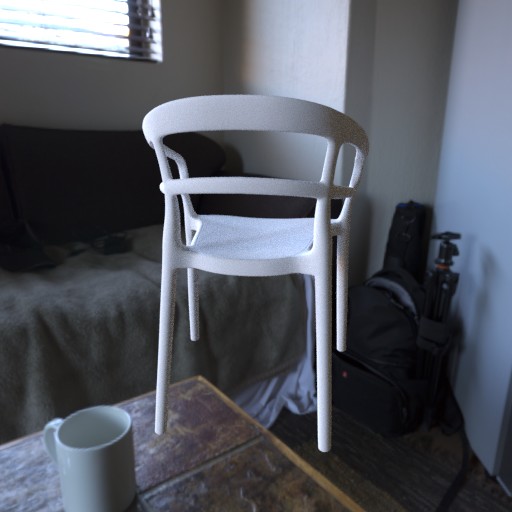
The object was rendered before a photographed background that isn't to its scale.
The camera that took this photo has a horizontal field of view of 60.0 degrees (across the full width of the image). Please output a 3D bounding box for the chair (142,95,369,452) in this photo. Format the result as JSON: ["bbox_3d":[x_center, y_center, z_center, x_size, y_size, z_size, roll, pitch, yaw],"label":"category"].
[{"bbox_3d":[0.000,0.000,1.155,0.559,0.761,0.527,2,17,8],"label":"chair"}]
